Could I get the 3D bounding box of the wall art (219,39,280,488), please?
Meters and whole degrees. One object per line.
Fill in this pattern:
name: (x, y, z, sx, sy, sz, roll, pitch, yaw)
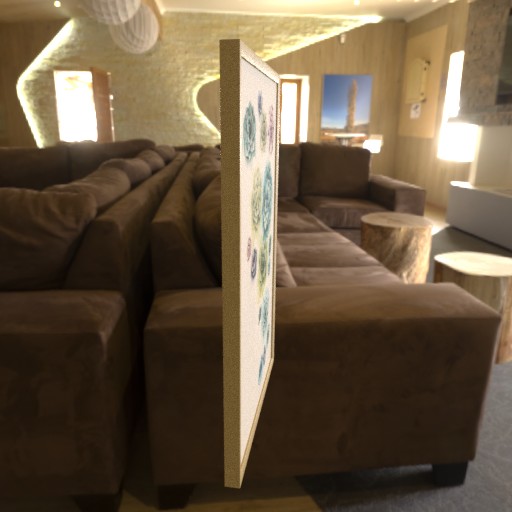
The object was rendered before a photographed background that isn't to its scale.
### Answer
wall art: (0.000, 0.000, 1.005, 0.039, 0.810, 0.510, 3, 16, 9)
